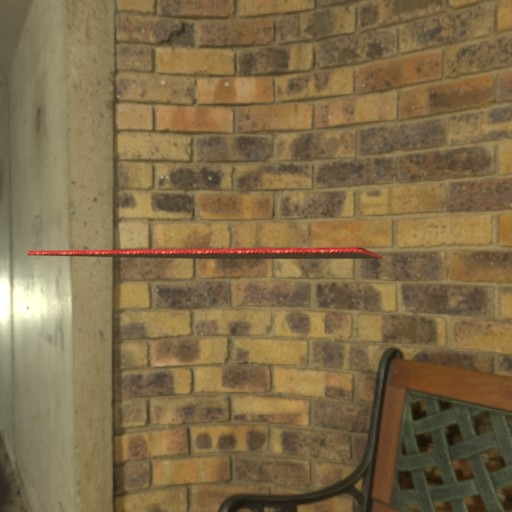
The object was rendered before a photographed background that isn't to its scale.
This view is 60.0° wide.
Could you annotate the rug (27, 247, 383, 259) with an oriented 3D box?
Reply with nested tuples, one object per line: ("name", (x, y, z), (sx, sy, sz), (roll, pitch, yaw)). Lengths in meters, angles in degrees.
("rug", (0.000, 0.000, 2.329), (1.230, 0.018, 1.835), (0, -1, 18))
